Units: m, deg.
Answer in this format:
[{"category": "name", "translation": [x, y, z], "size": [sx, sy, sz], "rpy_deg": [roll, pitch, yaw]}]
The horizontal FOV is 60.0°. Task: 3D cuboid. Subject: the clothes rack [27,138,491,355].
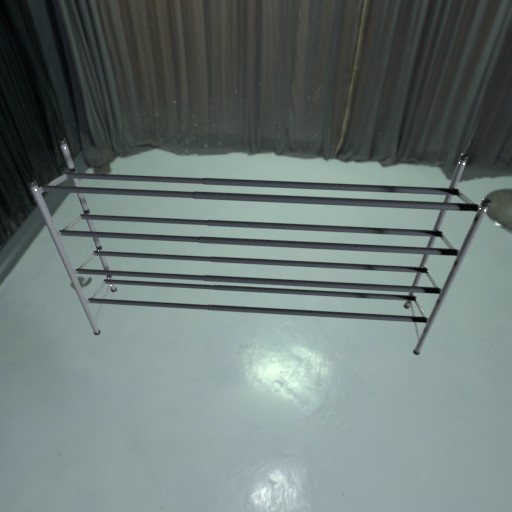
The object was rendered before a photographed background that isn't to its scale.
[{"category": "clothes rack", "translation": [0.000, 0.000, 1.421], "size": [1.168, 0.672, 0.229], "rpy_deg": [3, 45, 3]}]
